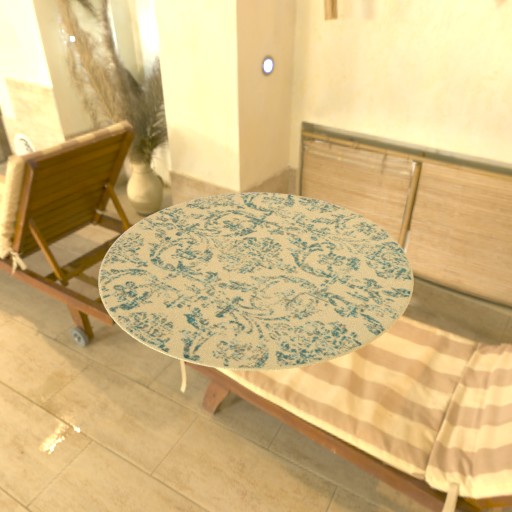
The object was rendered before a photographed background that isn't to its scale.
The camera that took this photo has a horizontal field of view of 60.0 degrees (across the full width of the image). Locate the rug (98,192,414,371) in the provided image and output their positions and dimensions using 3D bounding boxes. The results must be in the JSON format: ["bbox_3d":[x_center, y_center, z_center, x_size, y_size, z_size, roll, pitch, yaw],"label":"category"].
[{"bbox_3d":[0.000,0.000,2.337,1.593,0.012,1.593,0,33,0],"label":"rug"}]
